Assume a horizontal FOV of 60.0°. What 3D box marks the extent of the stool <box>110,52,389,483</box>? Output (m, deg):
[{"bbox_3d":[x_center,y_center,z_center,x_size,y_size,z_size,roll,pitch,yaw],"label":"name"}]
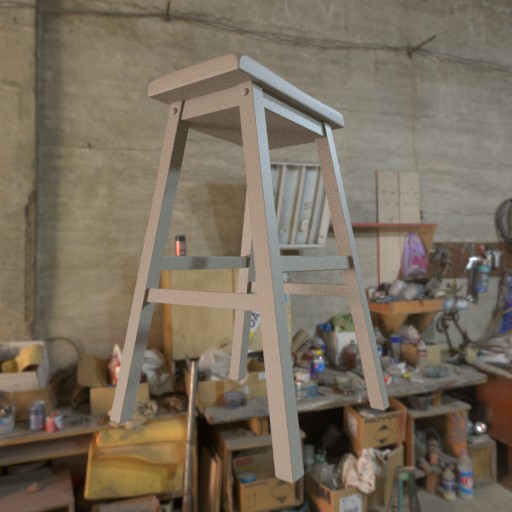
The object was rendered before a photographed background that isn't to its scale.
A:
[{"bbox_3d":[0.000,0.000,1.039,0.476,0.737,0.457,0,0,36],"label":"stool"}]
